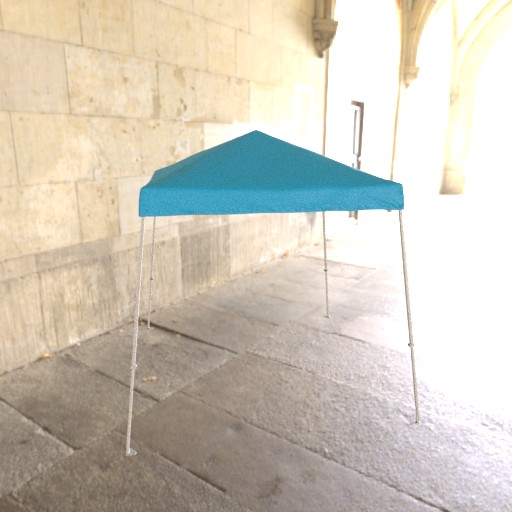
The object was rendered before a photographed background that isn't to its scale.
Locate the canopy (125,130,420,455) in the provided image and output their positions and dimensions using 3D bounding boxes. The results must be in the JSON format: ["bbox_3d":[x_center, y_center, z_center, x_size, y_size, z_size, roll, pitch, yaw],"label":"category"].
[{"bbox_3d":[0.000,0.000,5.202,2.848,2.849,2.849,-2,15,-9],"label":"canopy"}]
